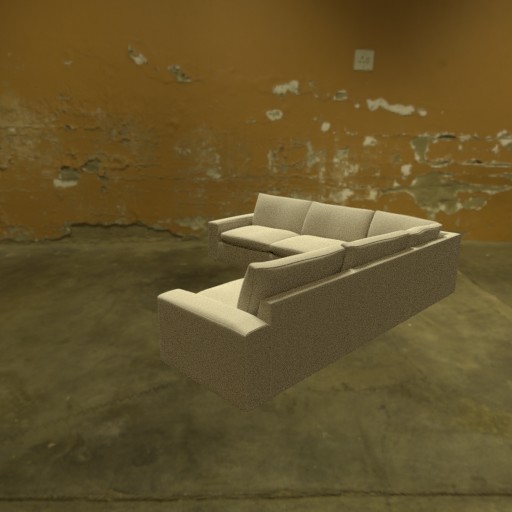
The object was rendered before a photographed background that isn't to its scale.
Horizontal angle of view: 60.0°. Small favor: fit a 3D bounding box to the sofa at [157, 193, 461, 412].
[{"bbox_3d":[0.000,0.000,4.782,3.206,0.918,3.066,-14,20,-43],"label":"sofa"}]
